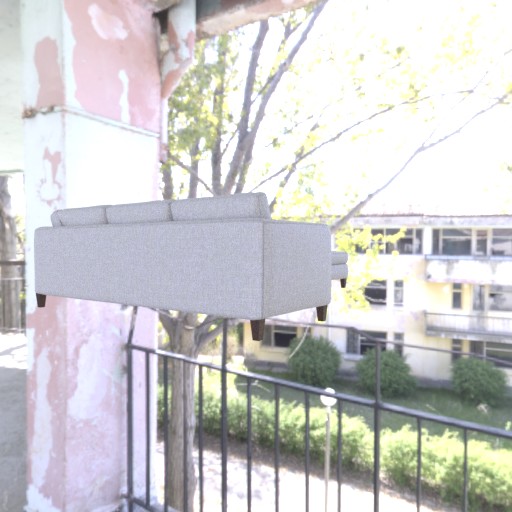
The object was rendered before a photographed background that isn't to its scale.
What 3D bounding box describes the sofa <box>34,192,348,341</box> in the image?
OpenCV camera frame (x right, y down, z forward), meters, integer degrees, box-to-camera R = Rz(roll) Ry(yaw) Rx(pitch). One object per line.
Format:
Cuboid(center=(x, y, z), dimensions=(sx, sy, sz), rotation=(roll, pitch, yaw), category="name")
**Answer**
Cuboid(center=(0.000, 0.000, 4.616), dimensions=(2.551, 0.889, 3.403), rotation=(1, 2, 36), category="sofa")
